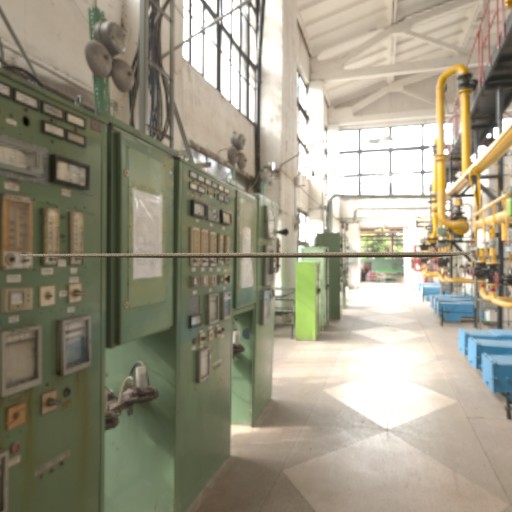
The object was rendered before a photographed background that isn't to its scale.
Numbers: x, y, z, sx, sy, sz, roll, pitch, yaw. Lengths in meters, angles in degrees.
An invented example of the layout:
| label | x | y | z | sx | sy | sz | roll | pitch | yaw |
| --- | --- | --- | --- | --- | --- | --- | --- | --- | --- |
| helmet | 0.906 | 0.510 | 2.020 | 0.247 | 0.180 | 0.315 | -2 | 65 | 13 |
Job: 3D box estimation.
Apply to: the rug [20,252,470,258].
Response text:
| label | x | y | z | sx | sy | sz | roll | pitch | yaw |
| --- | --- | --- | --- | --- | --- | --- | --- | --- | --- |
| rug | 0.000 | 0.000 | 2.280 | 1.829 | 0.010 | 1.219 | 0 | -1 | 17 |
